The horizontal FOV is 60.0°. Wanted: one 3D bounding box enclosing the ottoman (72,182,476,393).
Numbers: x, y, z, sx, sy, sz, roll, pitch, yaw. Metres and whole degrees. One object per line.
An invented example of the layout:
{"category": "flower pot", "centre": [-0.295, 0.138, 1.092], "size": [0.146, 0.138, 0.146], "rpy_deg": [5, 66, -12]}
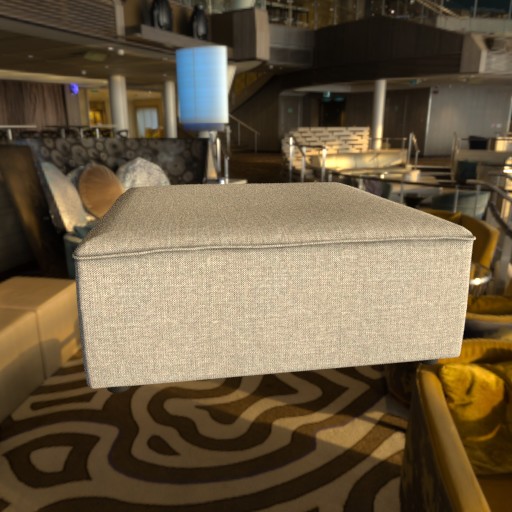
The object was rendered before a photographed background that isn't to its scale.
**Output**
{"category": "ottoman", "centre": [0.000, 0.000, 1.575], "size": [1.017, 0.423, 1.023], "rpy_deg": [-2, 16, -8]}
